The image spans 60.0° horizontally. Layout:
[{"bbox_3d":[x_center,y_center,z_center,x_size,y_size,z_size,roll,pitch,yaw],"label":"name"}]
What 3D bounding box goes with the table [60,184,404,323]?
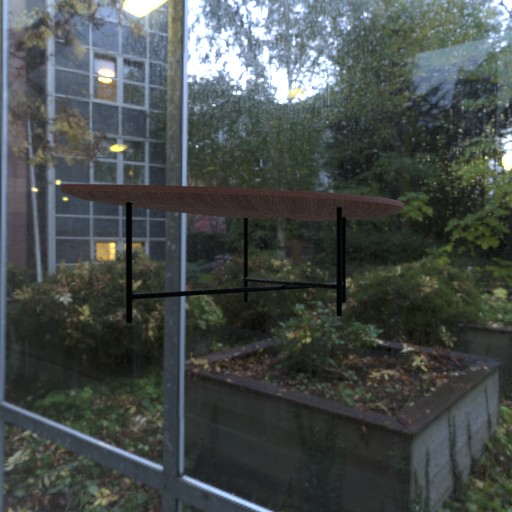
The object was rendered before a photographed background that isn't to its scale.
[{"bbox_3d":[0.000,0.000,1.454,1.199,0.360,0.598,0,0,-36],"label":"table"}]
